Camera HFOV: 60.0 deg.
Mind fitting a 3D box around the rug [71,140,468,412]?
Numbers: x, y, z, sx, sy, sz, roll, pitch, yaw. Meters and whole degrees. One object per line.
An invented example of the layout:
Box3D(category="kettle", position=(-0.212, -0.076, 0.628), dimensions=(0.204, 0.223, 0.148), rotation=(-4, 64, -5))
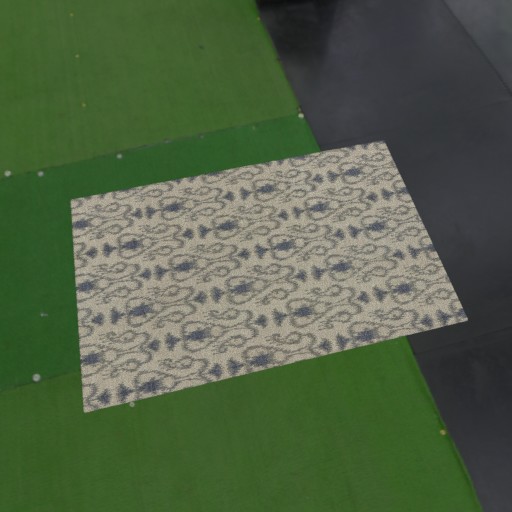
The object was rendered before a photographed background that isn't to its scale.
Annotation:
Box3D(category="rug", position=(0.000, 0.000, 2.064), dimensions=(1.652, 0.006, 1.035), rotation=(-12, 64, -6))
